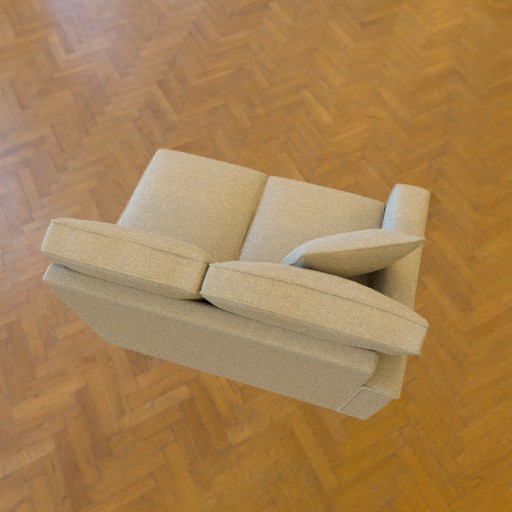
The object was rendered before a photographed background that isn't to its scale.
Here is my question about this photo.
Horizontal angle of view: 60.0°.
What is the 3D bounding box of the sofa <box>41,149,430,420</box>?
[{"bbox_3d":[0.000,0.000,2.032,1.388,0.989,0.991,14,62,8],"label":"sofa"}]
